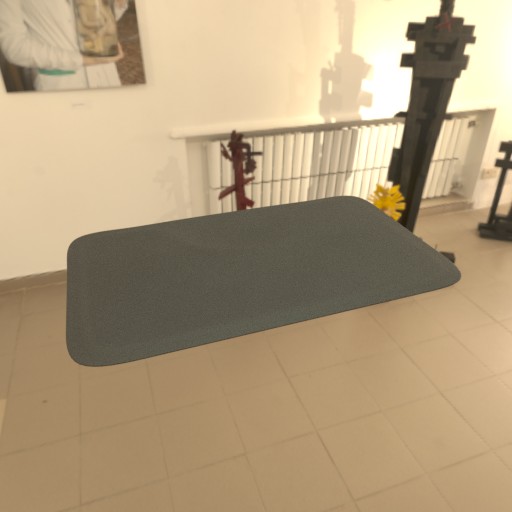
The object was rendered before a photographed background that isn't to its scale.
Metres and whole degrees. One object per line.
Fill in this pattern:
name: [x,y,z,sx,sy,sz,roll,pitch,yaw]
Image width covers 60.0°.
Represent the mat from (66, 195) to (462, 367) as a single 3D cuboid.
mat: [0.000,0.000,1.893,1.524,0.013,0.918,-10,33,-17]
